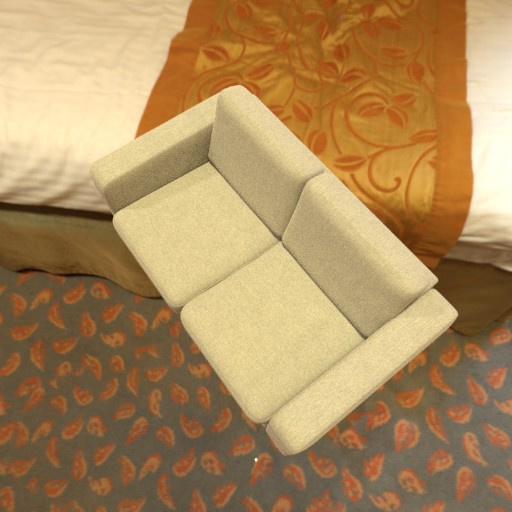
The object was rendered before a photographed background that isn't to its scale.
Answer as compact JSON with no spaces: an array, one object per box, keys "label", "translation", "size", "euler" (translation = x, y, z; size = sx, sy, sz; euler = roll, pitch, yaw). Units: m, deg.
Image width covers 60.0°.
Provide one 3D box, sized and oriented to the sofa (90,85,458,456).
[{"label":"sofa","translation":[0.000,0.000,2.056],"size":[0.900,0.800,1.540],"euler":[-35,70,-15]}]
